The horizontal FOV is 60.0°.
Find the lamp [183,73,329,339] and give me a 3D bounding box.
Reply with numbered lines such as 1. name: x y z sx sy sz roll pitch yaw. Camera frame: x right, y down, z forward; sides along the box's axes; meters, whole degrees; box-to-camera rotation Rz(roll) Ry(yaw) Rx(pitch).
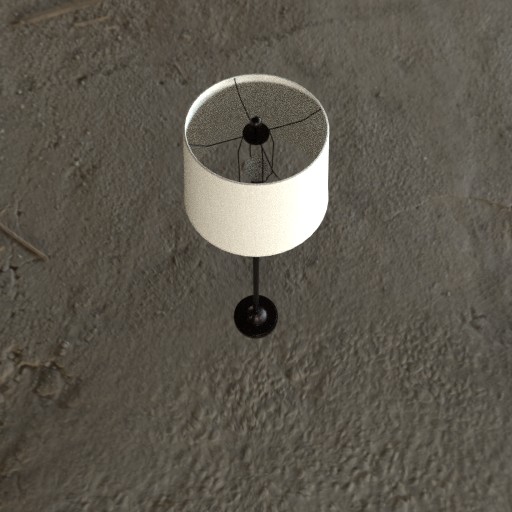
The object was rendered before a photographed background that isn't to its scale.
1. lamp: 0.000 0.000 1.715 0.431 1.484 0.431 0 64 0
